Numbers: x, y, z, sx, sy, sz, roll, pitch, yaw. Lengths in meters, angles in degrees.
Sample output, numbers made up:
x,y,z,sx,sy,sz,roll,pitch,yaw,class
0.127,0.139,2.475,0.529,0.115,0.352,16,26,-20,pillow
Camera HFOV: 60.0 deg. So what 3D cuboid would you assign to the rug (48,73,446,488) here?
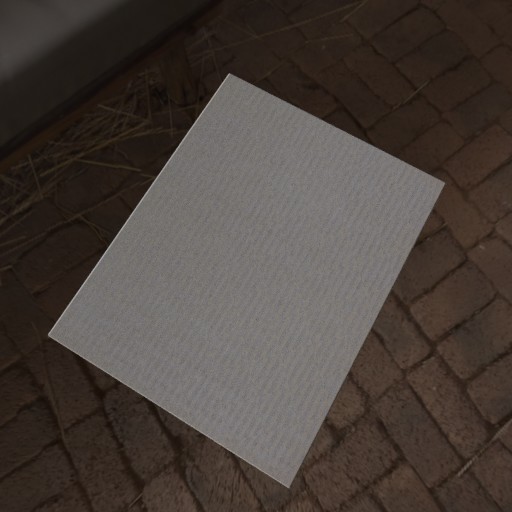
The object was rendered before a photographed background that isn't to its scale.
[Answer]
x,y,z,sx,sy,sz,roll,pitch,yaw,class
0.000,0.000,4.035,2.410,0.021,3.055,29,77,7,rug
